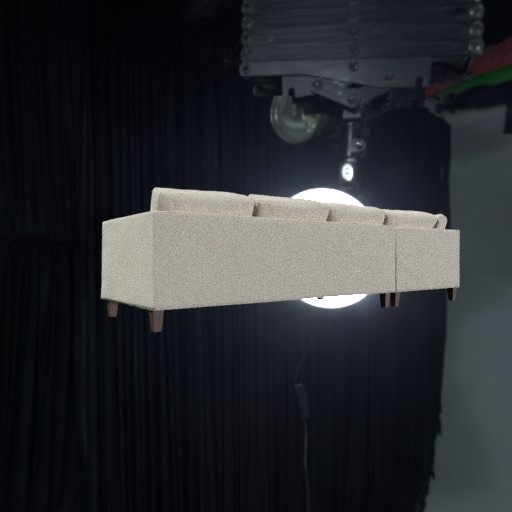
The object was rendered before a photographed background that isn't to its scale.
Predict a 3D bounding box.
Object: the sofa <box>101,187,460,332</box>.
[{"bbox_3d":[0.000,0.000,4.355,3.182,0.863,2.432,0,0,-36],"label":"sofa"}]
